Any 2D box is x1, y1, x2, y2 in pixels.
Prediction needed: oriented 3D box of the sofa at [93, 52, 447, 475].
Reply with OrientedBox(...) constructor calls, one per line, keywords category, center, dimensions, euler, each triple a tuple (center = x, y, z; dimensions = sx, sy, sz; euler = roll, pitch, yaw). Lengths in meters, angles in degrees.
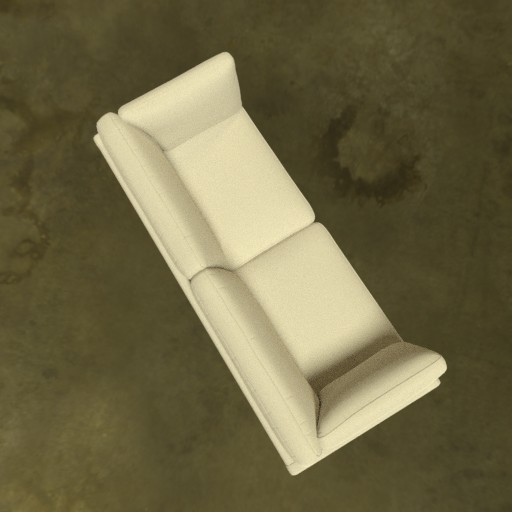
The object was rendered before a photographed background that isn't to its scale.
OrientedBox(category="sofa", center=(0.000, 0.000, 2.707), dimensions=(0.957, 0.863, 2.301), euler=(-31, 79, -7))
